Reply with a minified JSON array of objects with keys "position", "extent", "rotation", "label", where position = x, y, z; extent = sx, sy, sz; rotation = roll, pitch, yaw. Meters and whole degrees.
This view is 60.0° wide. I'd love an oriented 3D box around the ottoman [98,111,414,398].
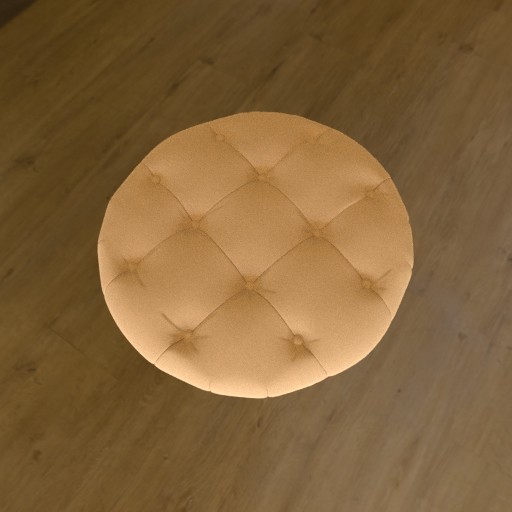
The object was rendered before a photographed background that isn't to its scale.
[{"position":[0.000,0.000,1.405],"extent":[0.901,0.439,0.901],"rotation":[0,65,0],"label":"ottoman"}]
